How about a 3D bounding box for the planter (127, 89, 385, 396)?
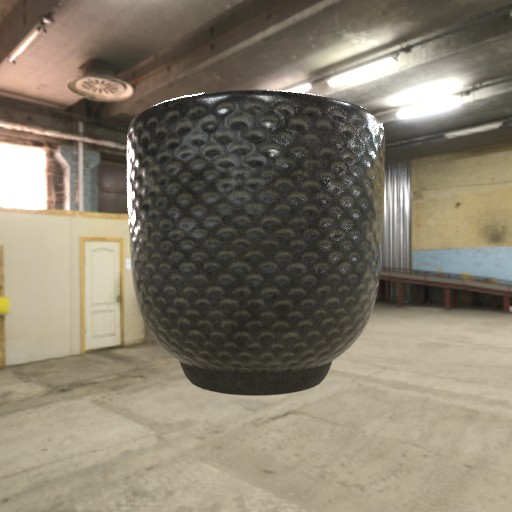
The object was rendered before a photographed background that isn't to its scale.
[{"bbox_3d":[0.000,0.000,0.351,0.197,0.191,0.197,0,-1,0],"label":"planter"}]
